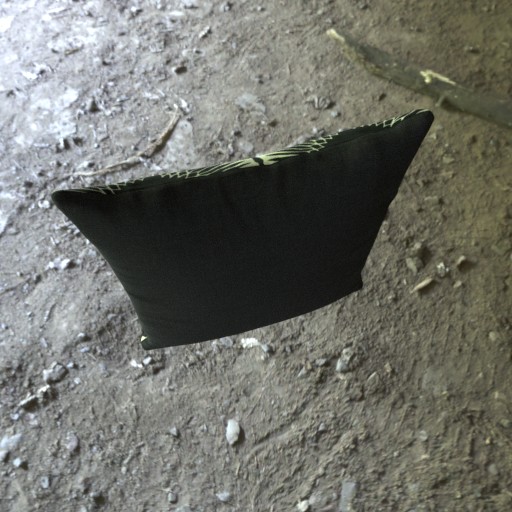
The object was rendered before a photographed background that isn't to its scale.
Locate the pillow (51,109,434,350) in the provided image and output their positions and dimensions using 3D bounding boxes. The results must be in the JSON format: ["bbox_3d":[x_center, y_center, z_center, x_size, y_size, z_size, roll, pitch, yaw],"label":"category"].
[{"bbox_3d":[0.000,0.000,0.658,0.432,0.432,0.139,-15,60,-9],"label":"pillow"}]
